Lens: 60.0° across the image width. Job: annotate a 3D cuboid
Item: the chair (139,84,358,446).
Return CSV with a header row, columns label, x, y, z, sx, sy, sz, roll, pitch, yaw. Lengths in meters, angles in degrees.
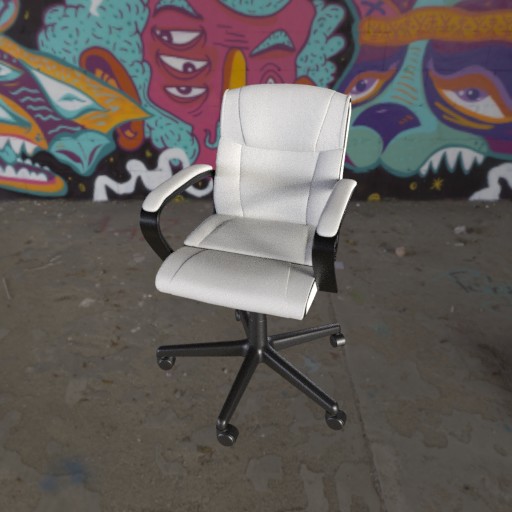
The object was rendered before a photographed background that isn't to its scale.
label,x,y,z,sx,sy,sz,roll,pitch,yaw
chair,0.000,0.000,1.473,0.739,1.004,0.717,10,29,17
